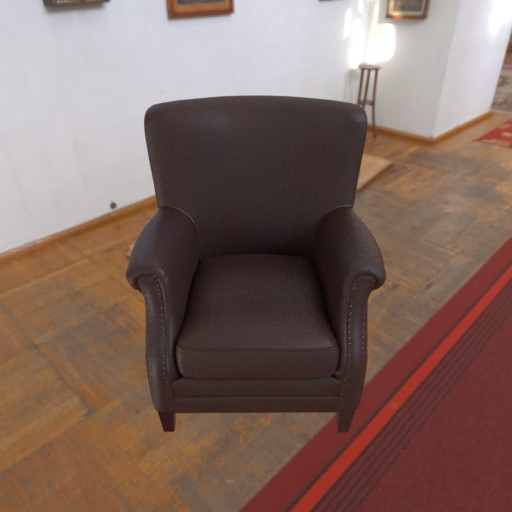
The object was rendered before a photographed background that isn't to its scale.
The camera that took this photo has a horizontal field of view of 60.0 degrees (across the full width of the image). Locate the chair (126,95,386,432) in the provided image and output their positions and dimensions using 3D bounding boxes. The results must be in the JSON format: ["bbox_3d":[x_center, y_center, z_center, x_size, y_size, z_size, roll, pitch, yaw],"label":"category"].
[{"bbox_3d":[0.000,0.000,1.349,0.700,0.800,0.746,0,32,0],"label":"chair"}]
